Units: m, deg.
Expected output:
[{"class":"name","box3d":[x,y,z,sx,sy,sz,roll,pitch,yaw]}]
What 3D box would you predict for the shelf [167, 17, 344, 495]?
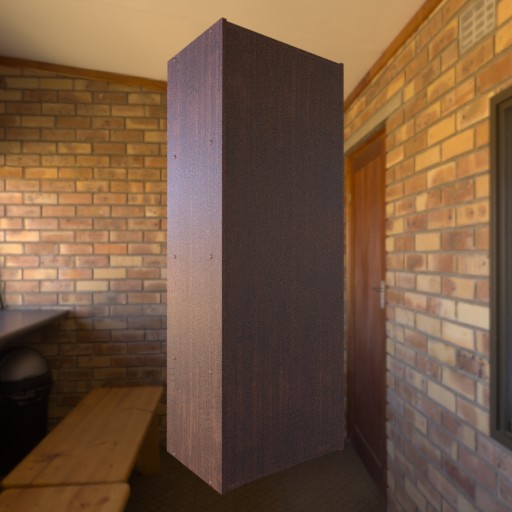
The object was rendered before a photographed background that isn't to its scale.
[{"class":"shelf","box3d":[0.000,0.000,1.258,0.415,1.099,0.290,0,0,-37]}]
